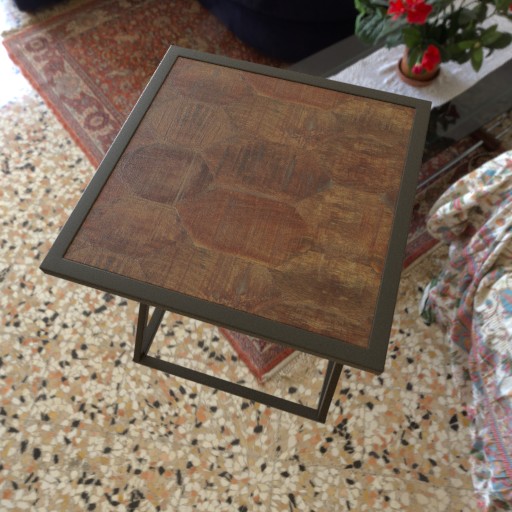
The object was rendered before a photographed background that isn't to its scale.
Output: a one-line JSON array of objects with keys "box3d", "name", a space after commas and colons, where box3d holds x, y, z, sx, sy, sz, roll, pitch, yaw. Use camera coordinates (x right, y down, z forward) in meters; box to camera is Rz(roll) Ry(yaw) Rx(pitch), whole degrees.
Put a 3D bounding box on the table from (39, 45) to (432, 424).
[{"box3d": [0.000, 0.000, 0.963, 0.500, 0.565, 0.500, 16, 64, 8], "name": "table"}]
